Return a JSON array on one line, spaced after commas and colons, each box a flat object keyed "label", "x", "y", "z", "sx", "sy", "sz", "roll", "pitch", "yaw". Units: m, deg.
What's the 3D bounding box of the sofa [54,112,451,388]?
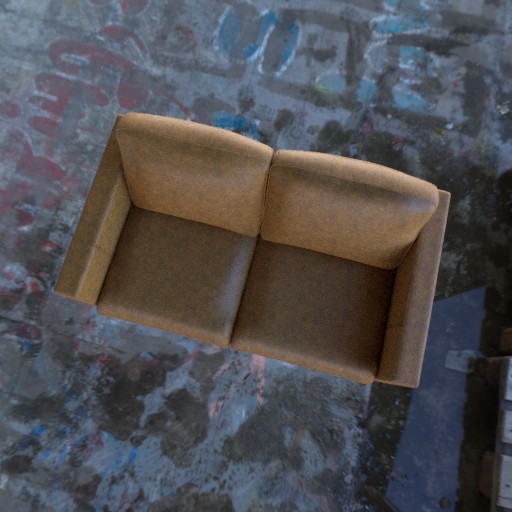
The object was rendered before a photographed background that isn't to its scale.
[{"label": "sofa", "x": 0.000, "y": 0.000, "z": 2.133, "sx": 1.578, "sy": 0.951, "sz": 0.909, "roll": 14, "pitch": 77, "yaw": 3}]
